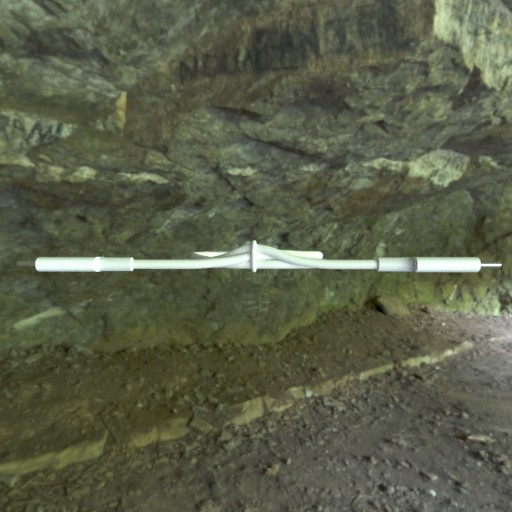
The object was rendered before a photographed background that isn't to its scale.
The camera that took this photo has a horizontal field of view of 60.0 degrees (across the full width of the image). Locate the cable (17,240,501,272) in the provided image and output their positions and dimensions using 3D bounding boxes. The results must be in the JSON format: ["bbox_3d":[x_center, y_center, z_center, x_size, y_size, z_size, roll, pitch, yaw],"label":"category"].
[{"bbox_3d":[0.000,0.000,0.218,0.203,0.014,0.070,0,0,2],"label":"cable"}]
